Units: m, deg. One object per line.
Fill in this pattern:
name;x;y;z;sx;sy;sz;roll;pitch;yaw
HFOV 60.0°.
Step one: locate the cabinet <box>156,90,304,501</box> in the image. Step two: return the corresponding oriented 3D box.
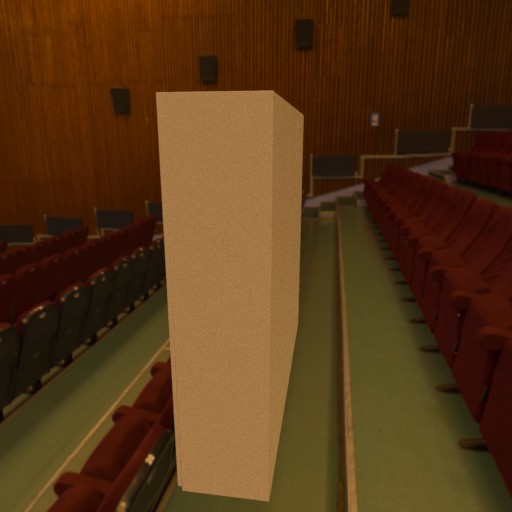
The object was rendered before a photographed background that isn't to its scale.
cabinet;0.000;0.000;3.736;0.590;2.370;2.700;2;15;9
